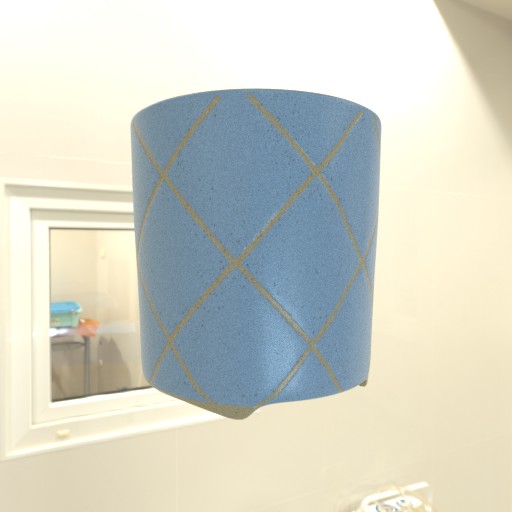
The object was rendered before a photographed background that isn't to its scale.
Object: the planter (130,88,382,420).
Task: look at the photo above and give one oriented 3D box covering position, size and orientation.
[{"bbox_3d":[0.000,0.000,0.419,0.227,0.235,0.227,0,1,0],"label":"planter"}]
